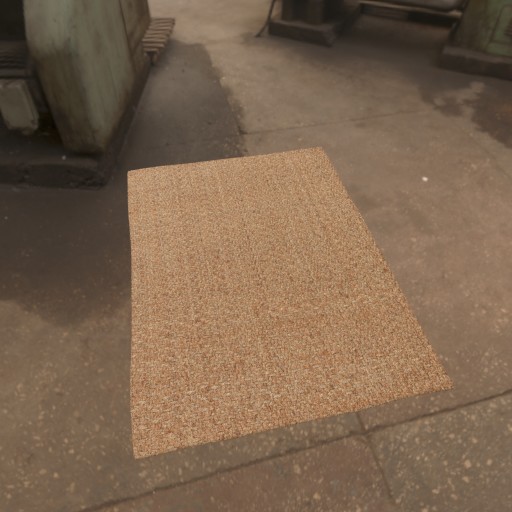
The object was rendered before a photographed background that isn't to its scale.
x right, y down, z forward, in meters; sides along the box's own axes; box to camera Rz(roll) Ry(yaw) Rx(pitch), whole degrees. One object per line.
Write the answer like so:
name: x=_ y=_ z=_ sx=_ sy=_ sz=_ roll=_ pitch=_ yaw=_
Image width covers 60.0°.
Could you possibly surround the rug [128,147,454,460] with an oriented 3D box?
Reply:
rug: x=0.000 y=0.000 z=2.742 sx=1.566 sy=0.013 sz=2.141 roll=-9 pitch=47 yaw=-9
